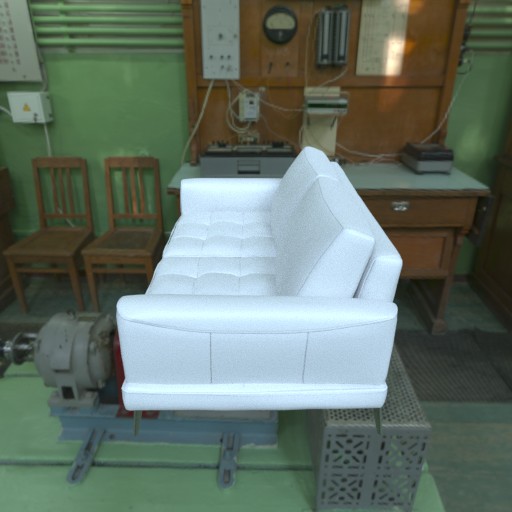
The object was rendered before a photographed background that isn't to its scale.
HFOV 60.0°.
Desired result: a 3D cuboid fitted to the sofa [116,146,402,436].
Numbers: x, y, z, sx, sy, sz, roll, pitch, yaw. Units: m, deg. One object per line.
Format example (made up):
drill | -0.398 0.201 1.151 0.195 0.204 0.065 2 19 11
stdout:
sofa | 0.000 0.000 2.477 1.121 0.930 1.819 0 26 0
